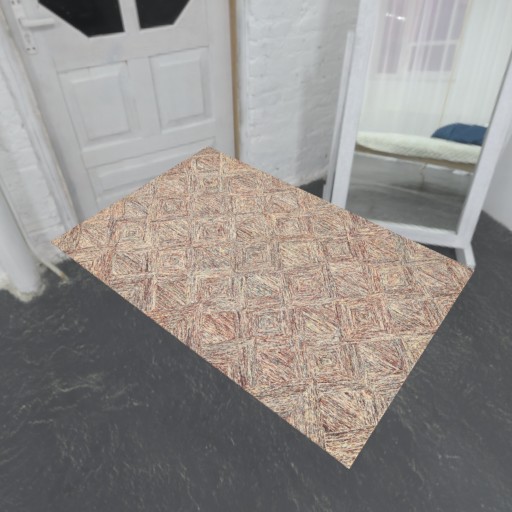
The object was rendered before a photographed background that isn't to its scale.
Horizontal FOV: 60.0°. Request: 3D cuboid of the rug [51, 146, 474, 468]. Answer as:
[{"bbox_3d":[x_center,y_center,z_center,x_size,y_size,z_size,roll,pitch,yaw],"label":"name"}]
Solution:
[{"bbox_3d":[0.000,0.000,2.862,2.285,0.019,1.523,30,52,26],"label":"rug"}]
